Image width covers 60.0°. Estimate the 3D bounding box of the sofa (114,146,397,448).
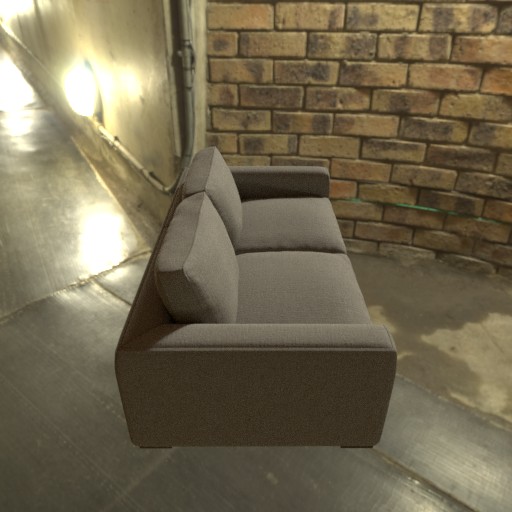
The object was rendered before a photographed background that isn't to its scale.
[{"bbox_3d":[0.000,0.000,2.470,1.069,0.800,1.920,0,32,0],"label":"sofa"}]
